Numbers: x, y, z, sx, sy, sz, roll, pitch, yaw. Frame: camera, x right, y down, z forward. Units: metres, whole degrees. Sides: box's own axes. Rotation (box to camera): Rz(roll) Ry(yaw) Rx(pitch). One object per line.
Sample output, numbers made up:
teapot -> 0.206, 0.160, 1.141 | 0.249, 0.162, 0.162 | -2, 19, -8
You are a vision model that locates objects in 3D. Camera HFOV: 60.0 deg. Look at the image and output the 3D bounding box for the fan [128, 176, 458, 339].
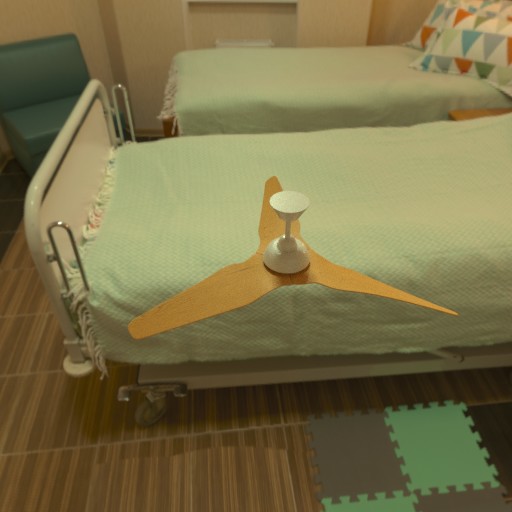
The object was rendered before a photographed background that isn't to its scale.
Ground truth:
fan -> 0.000, 0.000, 1.630 | 1.010, 0.355, 1.142 | -25, 46, -26
